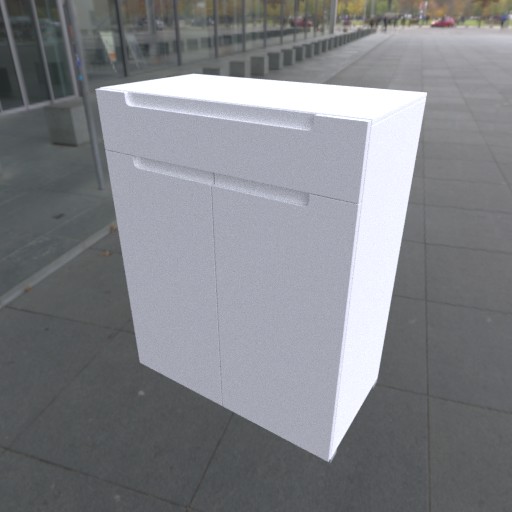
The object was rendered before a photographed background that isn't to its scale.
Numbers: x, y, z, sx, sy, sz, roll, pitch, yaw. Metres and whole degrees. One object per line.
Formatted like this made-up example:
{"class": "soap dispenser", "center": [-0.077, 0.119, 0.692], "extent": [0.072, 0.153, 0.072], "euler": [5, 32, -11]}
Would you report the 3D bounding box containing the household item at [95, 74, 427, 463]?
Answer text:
{"class": "household item", "center": [0.000, 0.000, 1.429], "extent": [0.790, 1.010, 0.420], "euler": [17, 33, 29]}
